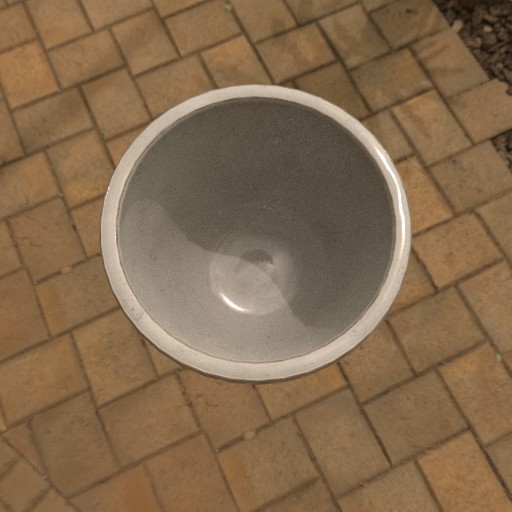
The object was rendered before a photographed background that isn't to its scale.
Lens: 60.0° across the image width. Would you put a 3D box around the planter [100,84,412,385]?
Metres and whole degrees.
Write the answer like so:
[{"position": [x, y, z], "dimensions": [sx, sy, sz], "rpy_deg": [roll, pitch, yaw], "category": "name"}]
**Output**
[{"position": [0.000, 0.000, 0.317], "dimensions": [0.173, 0.160, 0.173], "rpy_deg": [0, 76, 0], "category": "planter"}]
